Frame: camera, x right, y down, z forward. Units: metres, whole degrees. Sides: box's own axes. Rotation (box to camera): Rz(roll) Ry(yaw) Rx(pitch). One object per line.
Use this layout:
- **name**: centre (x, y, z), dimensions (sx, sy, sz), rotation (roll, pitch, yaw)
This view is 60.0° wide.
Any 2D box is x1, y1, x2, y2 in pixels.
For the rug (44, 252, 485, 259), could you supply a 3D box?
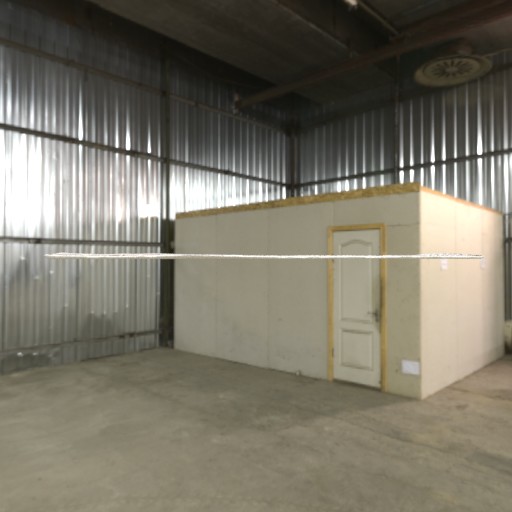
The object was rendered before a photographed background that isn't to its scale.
- **rug**: centre (0.000, 0.000, 3.046), dimensions (2.447, 0.036, 1.537), rotation (0, 0, -18)
